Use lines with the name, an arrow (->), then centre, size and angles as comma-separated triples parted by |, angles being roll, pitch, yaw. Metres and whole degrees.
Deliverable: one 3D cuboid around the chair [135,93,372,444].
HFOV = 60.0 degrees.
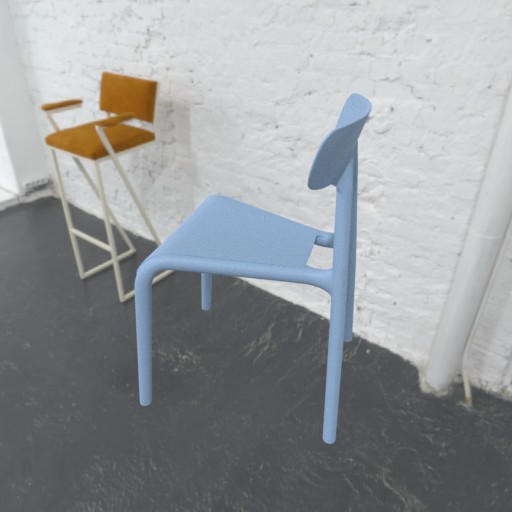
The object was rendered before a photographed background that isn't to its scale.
chair -> 0.000, 0.000, 0.863 | 0.401, 0.580, 0.356 | 9, 32, 14
